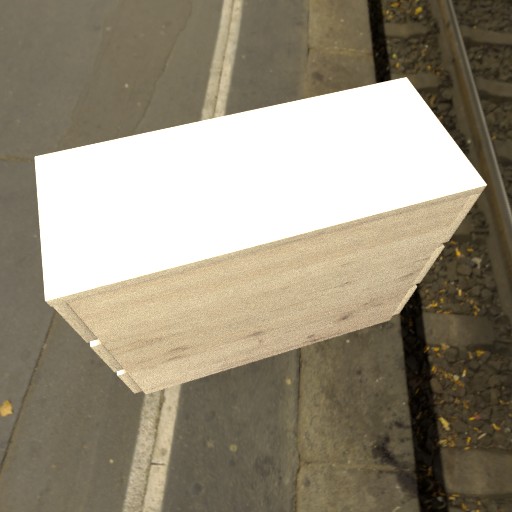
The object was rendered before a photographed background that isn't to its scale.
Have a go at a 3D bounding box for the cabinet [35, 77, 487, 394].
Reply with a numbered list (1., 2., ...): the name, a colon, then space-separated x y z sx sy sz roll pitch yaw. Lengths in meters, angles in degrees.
1. cabinet: 0.000 0.000 1.447 1.040 0.820 0.420 -15 60 -9
